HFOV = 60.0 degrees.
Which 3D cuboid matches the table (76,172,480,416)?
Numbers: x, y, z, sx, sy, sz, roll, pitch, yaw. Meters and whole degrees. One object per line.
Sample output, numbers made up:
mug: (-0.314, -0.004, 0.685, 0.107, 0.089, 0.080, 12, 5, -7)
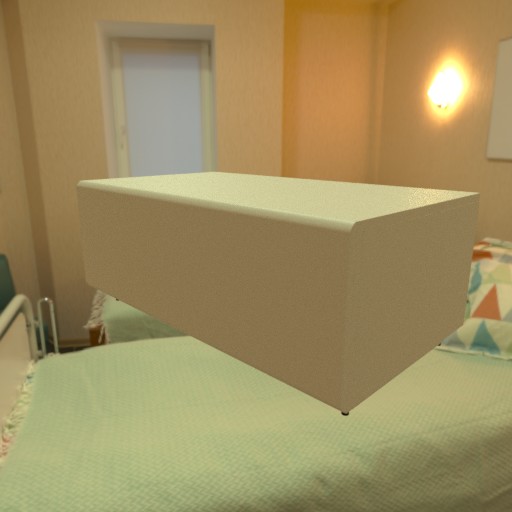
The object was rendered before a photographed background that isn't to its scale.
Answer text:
table: (0.000, 0.000, 1.406, 1.097, 0.442, 0.639, 14, 21, 43)
